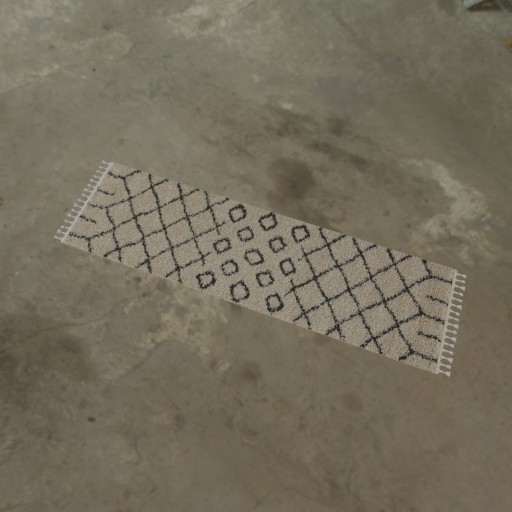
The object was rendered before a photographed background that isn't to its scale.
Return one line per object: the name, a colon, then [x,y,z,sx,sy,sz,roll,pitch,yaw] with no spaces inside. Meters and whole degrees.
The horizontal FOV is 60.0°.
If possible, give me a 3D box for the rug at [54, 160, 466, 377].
rug: [0.000,0.000,2.706,2.464,0.005,0.660,18,65,9]
